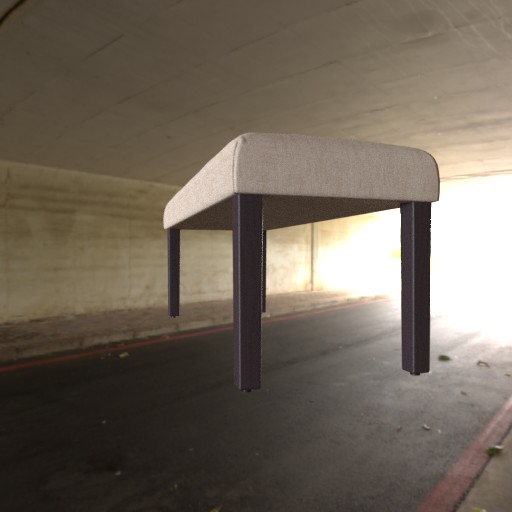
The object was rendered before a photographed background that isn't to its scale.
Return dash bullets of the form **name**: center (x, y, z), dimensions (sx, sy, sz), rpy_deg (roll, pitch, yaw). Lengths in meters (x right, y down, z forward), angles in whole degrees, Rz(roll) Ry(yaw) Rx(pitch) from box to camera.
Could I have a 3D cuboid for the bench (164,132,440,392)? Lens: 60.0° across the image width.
- **bench**: center (0.000, 0.000, 1.250), dimensions (0.407, 0.456, 1.013), rpy_deg (0, 0, -18)
